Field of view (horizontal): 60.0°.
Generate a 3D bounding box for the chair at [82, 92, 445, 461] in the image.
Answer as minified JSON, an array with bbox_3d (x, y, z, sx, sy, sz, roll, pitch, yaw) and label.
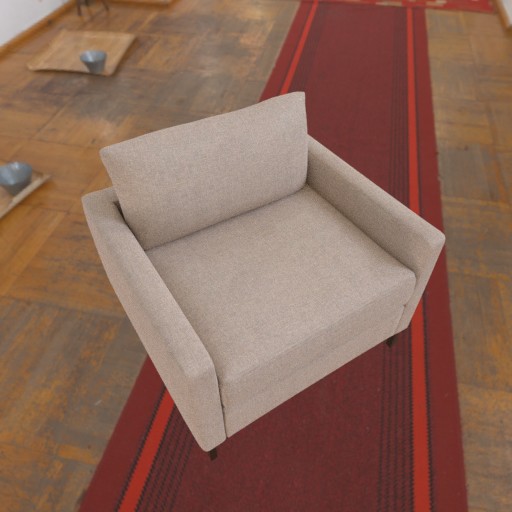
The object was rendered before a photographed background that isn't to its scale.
[{"bbox_3d":[0.000,0.000,1.624,0.963,0.861,0.866,-25,51,-22],"label":"chair"}]
